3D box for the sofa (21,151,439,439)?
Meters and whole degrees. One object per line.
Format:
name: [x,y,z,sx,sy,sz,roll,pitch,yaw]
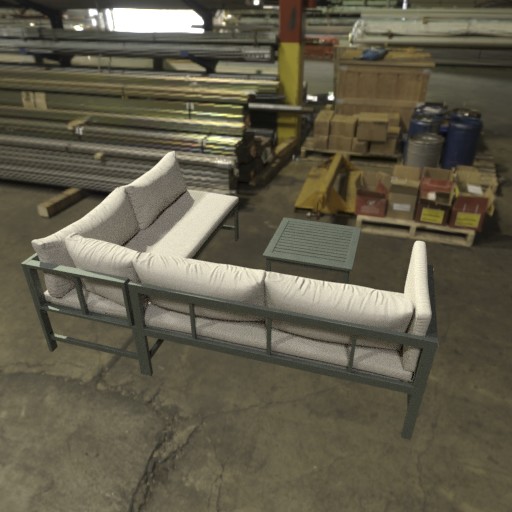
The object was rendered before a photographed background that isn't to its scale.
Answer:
sofa: [0.000,0.000,2.891,2.096,0.758,1.658,9,32,14]
